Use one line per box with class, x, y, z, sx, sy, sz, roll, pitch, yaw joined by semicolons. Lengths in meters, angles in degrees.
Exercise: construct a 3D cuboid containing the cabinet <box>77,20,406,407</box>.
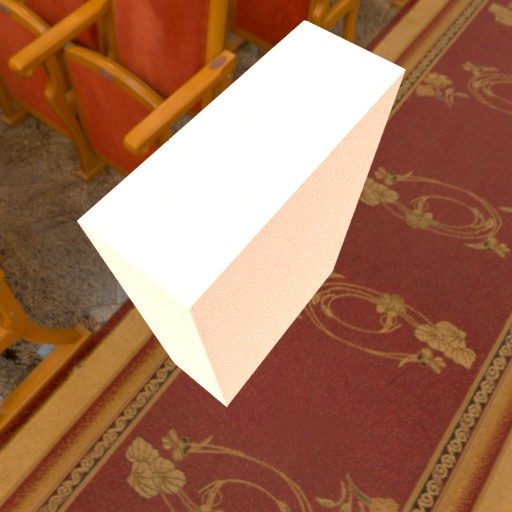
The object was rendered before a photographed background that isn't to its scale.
cabinet;0.000;0.000;2.465;0.510;1.910;1.290;35;68;16
